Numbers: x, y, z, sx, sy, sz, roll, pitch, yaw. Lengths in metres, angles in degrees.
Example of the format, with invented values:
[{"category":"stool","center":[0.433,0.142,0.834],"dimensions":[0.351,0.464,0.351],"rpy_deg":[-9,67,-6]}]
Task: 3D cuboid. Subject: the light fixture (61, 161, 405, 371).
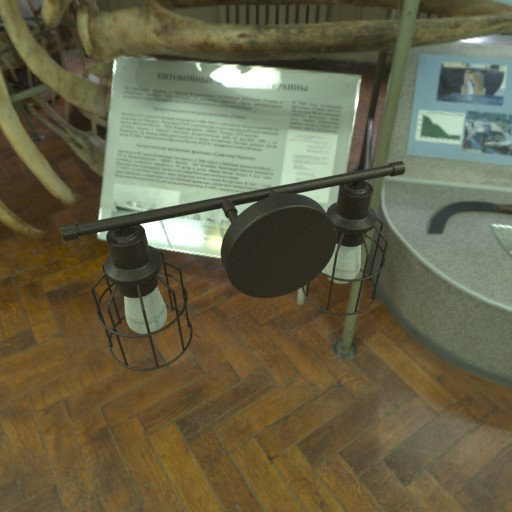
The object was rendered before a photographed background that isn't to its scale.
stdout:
[{"category":"light fixture","center":[0.000,0.000,0.537],"dimensions":[0.406,0.254,0.165],"rpy_deg":[-13,43,-14]}]
